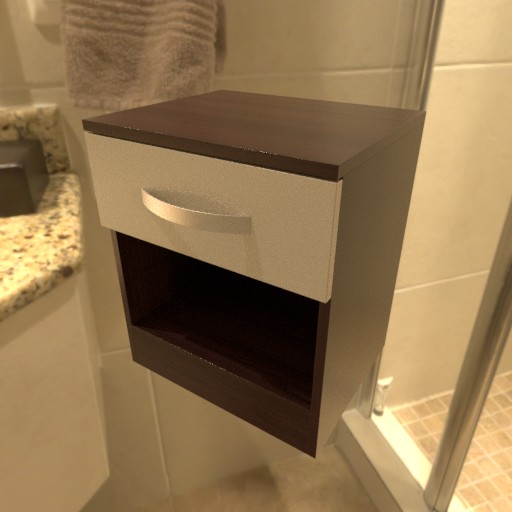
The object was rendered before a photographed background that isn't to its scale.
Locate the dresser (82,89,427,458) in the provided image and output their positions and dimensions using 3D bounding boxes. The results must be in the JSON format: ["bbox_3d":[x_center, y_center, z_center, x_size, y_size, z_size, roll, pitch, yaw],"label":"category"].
[{"bbox_3d":[0.000,0.000,0.768,0.400,0.470,0.360,18,33,29],"label":"dresser"}]
